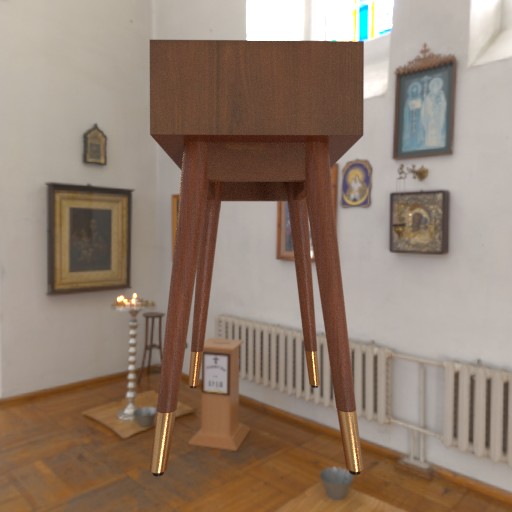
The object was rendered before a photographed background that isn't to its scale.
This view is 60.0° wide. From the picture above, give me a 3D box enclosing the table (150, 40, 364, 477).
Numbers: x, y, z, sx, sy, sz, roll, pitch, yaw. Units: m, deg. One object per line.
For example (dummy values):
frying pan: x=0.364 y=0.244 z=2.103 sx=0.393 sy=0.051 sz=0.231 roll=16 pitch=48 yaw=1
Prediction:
table: x=0.000 y=0.000 z=0.804 sx=0.300 sy=0.599 sz=0.406 roll=0 pitch=1 yaw=-1
